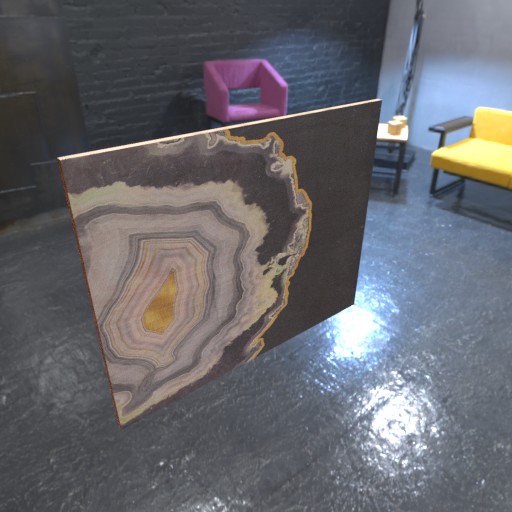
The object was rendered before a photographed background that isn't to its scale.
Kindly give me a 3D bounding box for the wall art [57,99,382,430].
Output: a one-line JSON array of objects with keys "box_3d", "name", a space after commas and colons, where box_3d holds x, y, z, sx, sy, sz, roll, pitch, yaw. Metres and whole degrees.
[{"box_3d": [0.000, 0.000, 0.688, 0.508, 0.408, 0.010, -21, 36, -32], "name": "wall art"}]
